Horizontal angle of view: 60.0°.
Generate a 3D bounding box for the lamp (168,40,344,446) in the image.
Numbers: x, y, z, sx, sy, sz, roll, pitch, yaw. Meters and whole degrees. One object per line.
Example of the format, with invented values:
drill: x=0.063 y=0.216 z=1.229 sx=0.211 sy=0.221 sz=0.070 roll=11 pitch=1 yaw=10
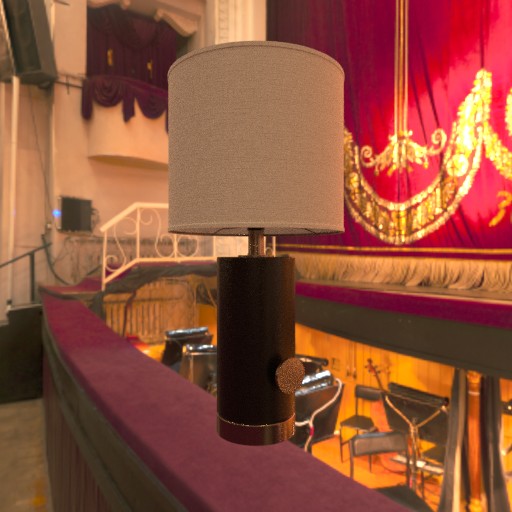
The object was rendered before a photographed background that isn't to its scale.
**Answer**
lamp: x=0.000 y=0.000 z=0.616 sx=0.241 sy=0.482 sz=0.240 roll=0 pitch=0 yaw=-36
